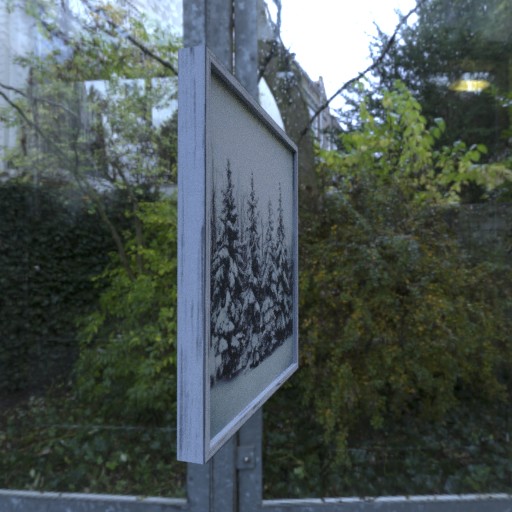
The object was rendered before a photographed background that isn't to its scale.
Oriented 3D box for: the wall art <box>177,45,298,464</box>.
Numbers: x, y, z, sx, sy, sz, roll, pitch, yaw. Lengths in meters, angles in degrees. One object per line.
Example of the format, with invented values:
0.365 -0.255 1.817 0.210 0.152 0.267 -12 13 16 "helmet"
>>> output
0.000 0.000 0.779 0.038 0.506 0.506 0 -1 18 "wall art"
